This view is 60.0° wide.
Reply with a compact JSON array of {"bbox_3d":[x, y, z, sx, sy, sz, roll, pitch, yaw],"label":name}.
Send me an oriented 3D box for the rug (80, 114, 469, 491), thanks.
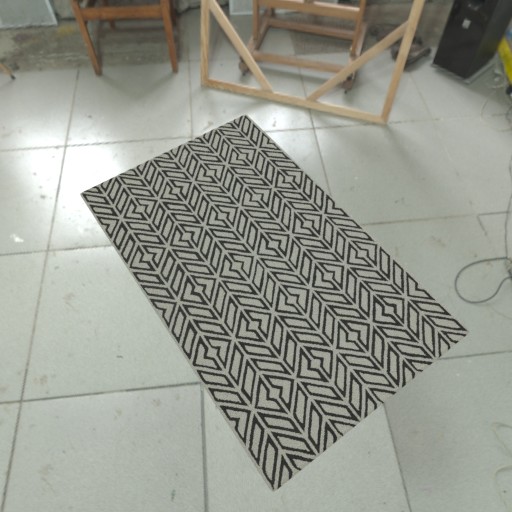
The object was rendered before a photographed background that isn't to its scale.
[{"bbox_3d":[0.000,0.000,3.033,1.523,0.008,2.438,-31,63,-18],"label":"rug"}]
